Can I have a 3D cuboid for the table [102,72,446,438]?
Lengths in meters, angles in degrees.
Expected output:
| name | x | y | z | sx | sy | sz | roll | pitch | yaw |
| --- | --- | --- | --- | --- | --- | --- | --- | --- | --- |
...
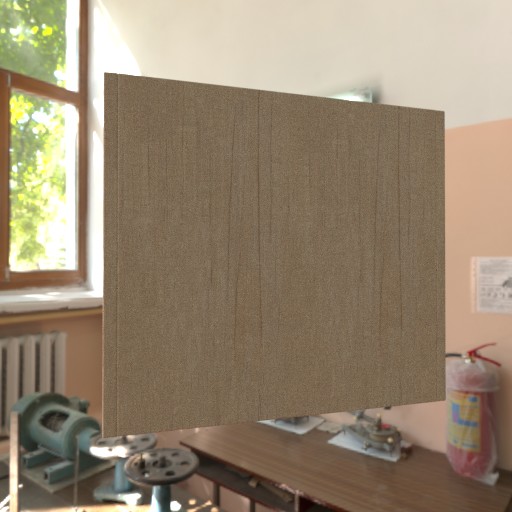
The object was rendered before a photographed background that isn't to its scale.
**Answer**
| name | x | y | z | sx | sy | sz | roll | pitch | yaw |
| --- | --- | --- | --- | --- | --- | --- | --- | --- | --- |
| table | 0.000 | 0.000 | 0.898 | 0.570 | 0.510 | 0.420 | 0 | -1 | -17 |
